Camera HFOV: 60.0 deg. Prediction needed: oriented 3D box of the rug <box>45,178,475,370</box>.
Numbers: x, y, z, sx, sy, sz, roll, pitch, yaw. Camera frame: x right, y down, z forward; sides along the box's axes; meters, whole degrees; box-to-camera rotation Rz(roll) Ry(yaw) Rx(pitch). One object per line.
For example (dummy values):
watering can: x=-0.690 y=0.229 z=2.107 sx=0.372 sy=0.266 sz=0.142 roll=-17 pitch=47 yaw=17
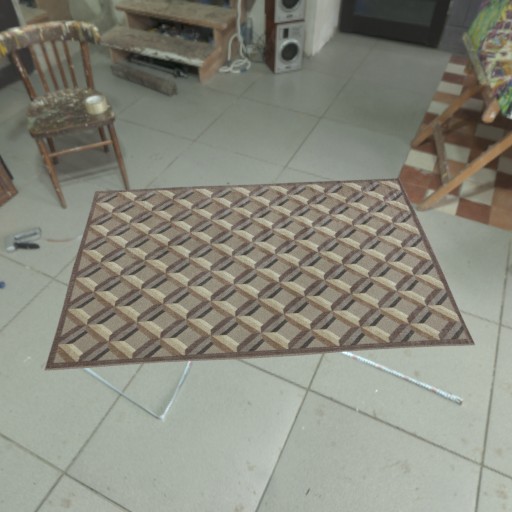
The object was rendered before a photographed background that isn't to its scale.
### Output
rug: x=0.000 y=0.000 z=2.072 sx=1.677 sy=0.011 sz=1.066 roll=-3 pitch=48 yaw=-3
